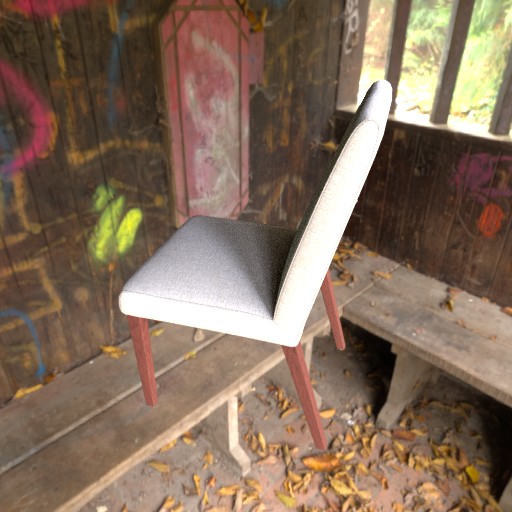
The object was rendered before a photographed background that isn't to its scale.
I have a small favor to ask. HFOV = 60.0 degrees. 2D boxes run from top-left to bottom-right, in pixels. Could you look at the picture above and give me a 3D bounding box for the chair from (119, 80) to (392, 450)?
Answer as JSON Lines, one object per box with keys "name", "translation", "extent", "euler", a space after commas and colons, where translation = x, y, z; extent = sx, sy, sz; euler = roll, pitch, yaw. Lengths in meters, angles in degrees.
{"name": "chair", "translation": [0.000, 0.000, 1.221], "extent": [0.594, 0.900, 0.480], "euler": [9, 31, 14]}
